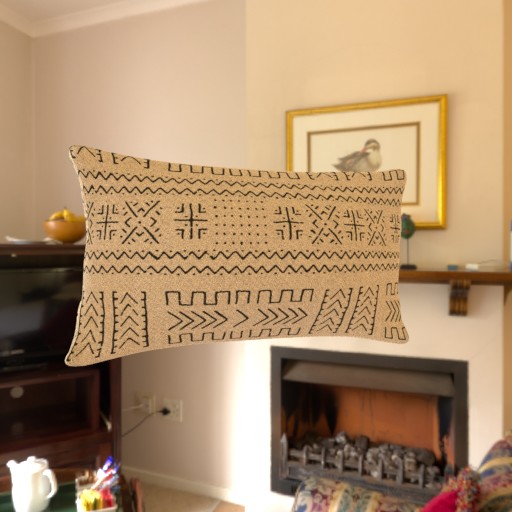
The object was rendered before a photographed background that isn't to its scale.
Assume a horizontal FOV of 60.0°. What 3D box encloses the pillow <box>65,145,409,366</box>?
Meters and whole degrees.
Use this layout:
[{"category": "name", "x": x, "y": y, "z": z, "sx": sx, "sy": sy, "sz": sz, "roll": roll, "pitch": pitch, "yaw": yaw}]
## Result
[{"category": "pillow", "x": 0.000, "y": 0.000, "z": 0.803, "sx": 0.637, "sy": 0.352, "sz": 0.188, "roll": 0, "pitch": 0, "yaw": -18}]
